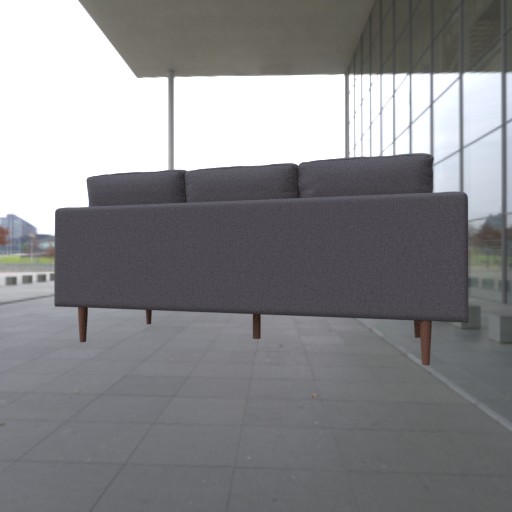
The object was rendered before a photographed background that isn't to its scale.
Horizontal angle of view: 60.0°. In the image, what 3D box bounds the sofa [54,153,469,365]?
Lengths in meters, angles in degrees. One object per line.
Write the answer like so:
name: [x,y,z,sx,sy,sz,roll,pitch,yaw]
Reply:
sofa: [0.000,0.000,2.442,2.029,0.912,0.802,0,0,17]
